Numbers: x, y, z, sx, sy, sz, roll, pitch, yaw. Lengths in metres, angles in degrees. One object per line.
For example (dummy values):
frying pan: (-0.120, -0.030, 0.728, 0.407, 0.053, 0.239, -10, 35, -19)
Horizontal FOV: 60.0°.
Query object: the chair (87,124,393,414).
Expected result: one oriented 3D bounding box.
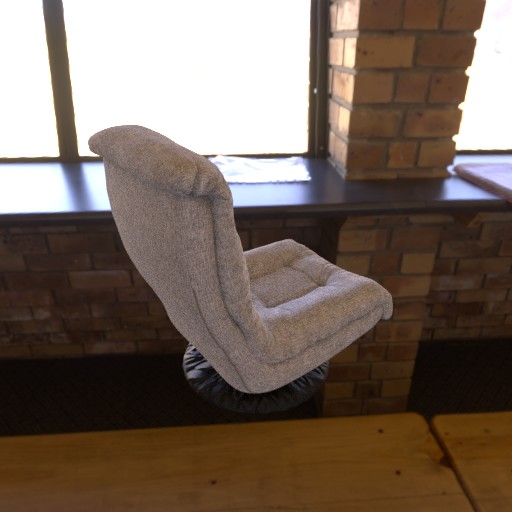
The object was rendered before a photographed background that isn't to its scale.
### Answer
chair: (0.000, 0.000, 1.009, 0.583, 0.600, 0.400, -18, 31, -32)
